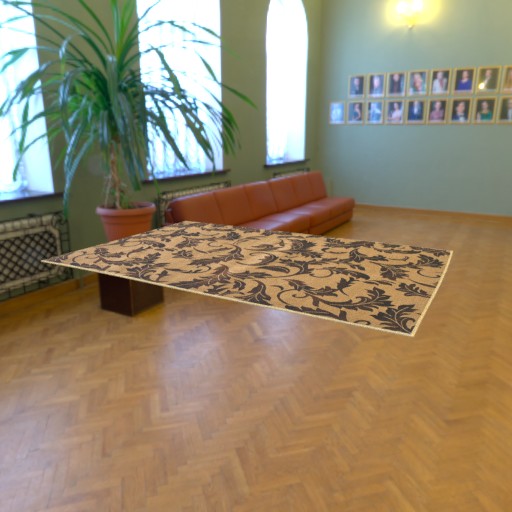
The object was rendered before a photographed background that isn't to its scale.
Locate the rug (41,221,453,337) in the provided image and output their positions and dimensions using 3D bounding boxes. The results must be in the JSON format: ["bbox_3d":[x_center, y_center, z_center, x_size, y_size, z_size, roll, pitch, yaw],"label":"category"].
[{"bbox_3d":[0.000,0.000,2.926,2.284,0.008,1.522,8,18,27],"label":"rug"}]
